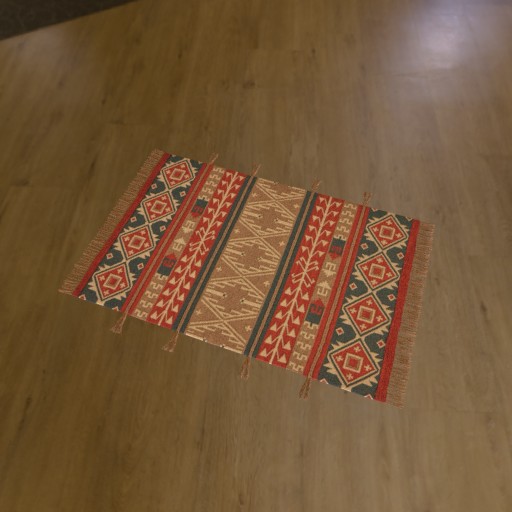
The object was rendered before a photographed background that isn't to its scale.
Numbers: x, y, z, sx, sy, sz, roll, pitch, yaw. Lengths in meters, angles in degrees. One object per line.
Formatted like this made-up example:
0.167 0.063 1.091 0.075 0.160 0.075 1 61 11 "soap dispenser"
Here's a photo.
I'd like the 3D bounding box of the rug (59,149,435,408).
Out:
0.000 0.000 2.712 2.025 0.040 1.469 17 59 10 "rug"
